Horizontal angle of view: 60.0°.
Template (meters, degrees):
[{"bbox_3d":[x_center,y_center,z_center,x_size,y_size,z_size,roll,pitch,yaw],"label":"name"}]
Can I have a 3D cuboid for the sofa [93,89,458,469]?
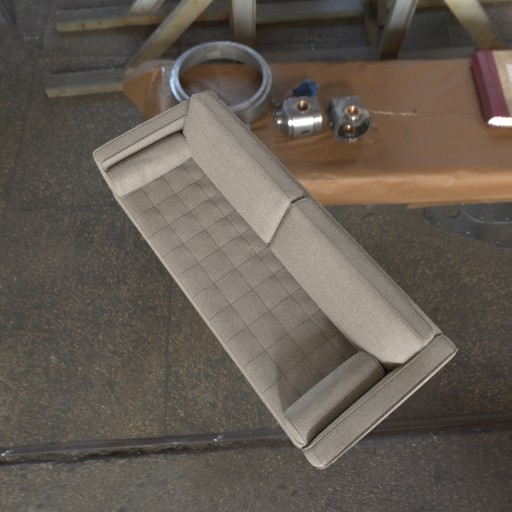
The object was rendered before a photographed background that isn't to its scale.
[{"bbox_3d":[0.000,0.000,2.616,0.914,0.762,2.211,-34,69,-15],"label":"sofa"}]
